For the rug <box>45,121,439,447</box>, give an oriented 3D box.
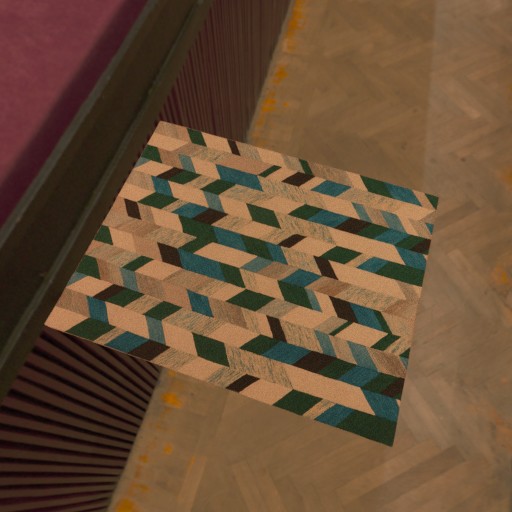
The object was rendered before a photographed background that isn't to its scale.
[{"bbox_3d":[0.000,0.000,4.112,3.036,0.008,2.440,17,65,8],"label":"rug"}]
